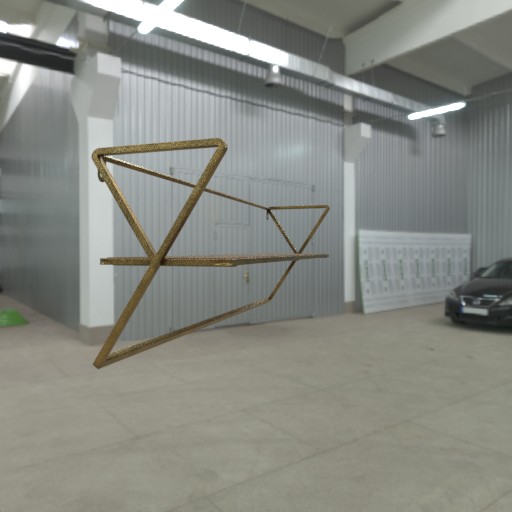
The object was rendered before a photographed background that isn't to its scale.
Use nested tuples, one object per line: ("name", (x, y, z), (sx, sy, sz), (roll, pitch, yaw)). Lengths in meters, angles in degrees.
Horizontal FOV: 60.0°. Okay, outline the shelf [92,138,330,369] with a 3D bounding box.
("shelf", (0.000, 0.000, 0.744), (0.150, 0.229, 0.645), (0, 1, 18))
